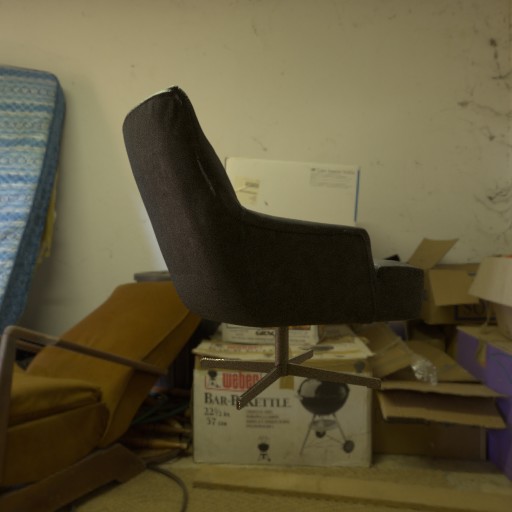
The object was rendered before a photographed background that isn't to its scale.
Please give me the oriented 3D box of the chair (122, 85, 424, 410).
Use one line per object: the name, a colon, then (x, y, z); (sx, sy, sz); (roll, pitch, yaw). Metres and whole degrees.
chair: (0.000, 0.000, 1.526); (0.874, 0.870, 0.738); (-1, 2, -19)
